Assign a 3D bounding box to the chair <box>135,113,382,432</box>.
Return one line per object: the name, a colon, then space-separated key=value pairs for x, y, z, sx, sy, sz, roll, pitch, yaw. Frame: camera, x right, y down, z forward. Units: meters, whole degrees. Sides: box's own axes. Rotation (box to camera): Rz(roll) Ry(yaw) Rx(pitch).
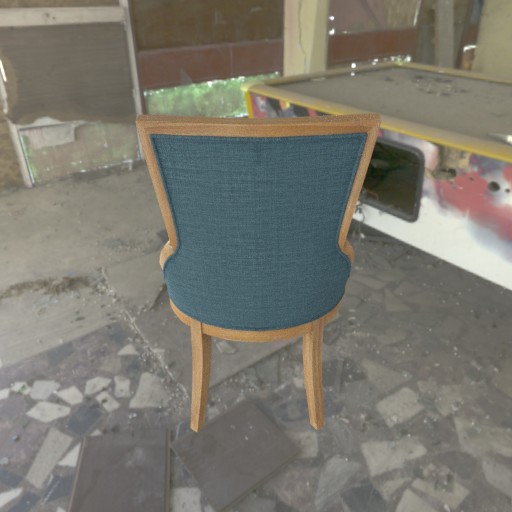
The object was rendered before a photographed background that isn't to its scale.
chair: x=0.000 y=0.000 z=1.307 sx=0.524 sy=0.947 sz=0.641 roll=-1 pitch=31 yaw=-1
